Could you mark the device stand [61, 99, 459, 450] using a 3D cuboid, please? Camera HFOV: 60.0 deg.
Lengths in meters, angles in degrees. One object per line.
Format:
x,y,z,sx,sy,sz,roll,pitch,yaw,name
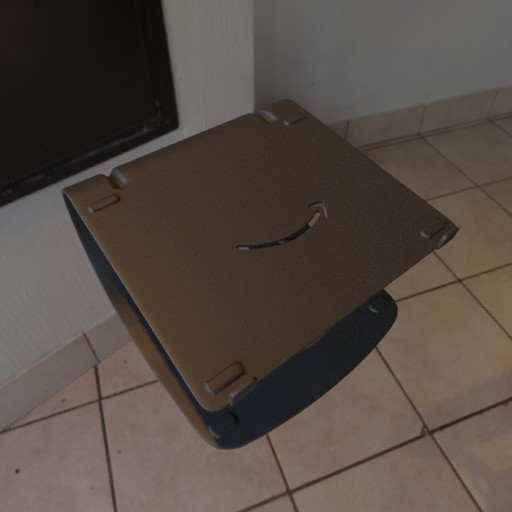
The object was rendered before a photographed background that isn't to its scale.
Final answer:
0.000,0.000,0.406,0.256,0.155,0.236,-31,54,-26,device stand
